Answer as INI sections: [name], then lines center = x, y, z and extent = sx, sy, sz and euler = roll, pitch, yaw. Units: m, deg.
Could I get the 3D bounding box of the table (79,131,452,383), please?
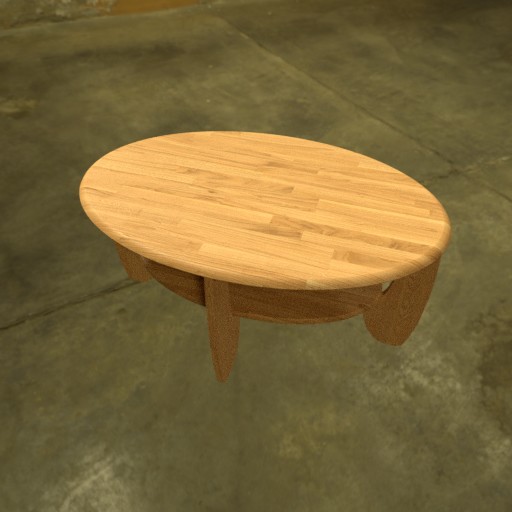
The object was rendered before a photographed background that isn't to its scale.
[table]
center = 0.000, 0.000, 1.381
extent = 1.040, 0.490, 0.690
euler = 13, 43, 14
